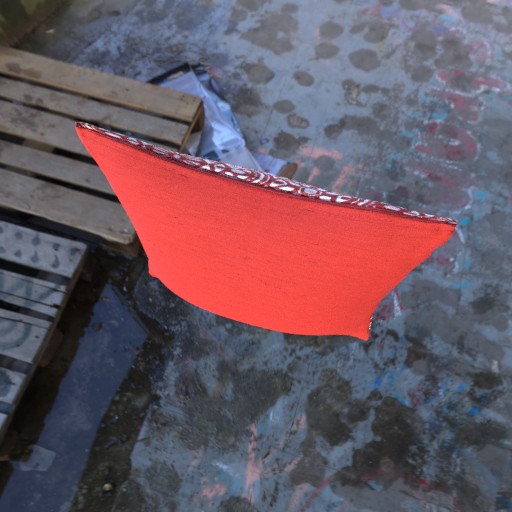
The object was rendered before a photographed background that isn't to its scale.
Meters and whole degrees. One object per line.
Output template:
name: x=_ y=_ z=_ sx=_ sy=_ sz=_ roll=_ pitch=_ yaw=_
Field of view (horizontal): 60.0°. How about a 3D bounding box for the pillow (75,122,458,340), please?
pillow: x=0.000 y=0.000 z=0.665 sx=0.438 sy=0.419 sz=0.162 roll=16 pitch=65 yaw=8
